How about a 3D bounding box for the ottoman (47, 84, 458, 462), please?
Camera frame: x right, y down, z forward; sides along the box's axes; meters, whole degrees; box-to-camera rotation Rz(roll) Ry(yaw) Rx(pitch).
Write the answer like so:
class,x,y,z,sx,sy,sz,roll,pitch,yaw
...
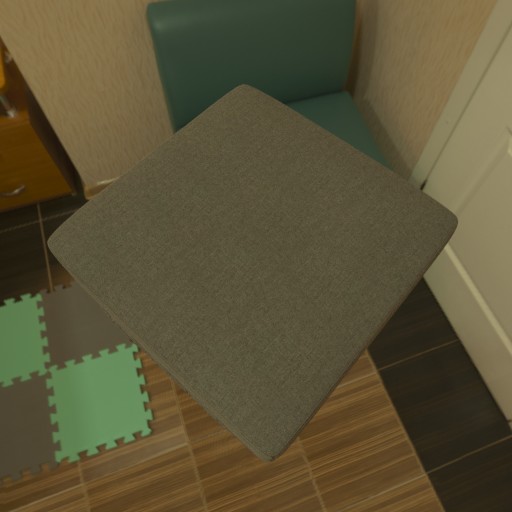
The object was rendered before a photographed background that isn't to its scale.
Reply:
class,x,y,z,sx,sy,sz,roll,pitch,yaw
ottoman,0.000,0.000,1.357,0.843,0.436,0.840,38,69,18
